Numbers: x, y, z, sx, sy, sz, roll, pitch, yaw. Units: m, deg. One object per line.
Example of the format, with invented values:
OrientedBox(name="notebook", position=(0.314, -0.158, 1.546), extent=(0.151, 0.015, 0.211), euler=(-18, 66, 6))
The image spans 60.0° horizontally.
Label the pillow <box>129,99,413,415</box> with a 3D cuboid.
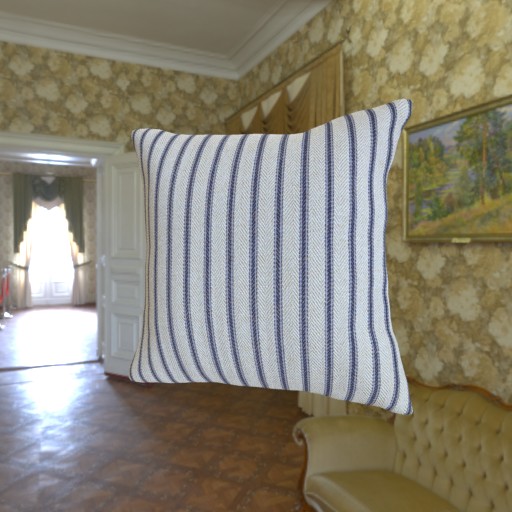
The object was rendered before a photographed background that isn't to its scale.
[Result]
OrientedBox(name="pillow", position=(0.000, 0.000, 0.699), extent=(0.468, 0.444, 0.138), euler=(0, 1, 19))
